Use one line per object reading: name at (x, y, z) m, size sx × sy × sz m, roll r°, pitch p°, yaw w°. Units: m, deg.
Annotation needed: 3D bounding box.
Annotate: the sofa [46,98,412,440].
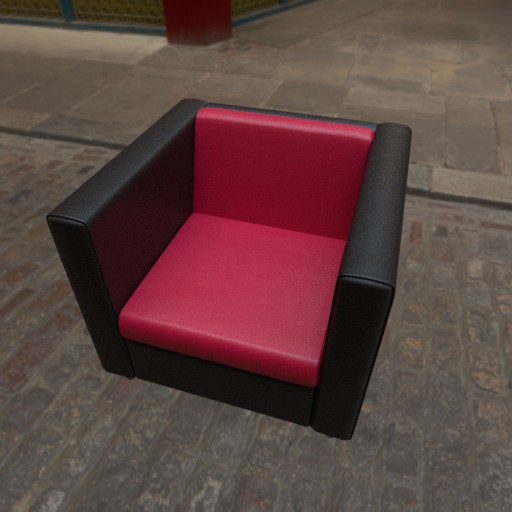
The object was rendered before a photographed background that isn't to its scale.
sofa at (0.000, 0.000, 1.483) m, size 0.839 × 0.724 × 0.809 m, roll 11°, pitch 42°, yaw 13°
